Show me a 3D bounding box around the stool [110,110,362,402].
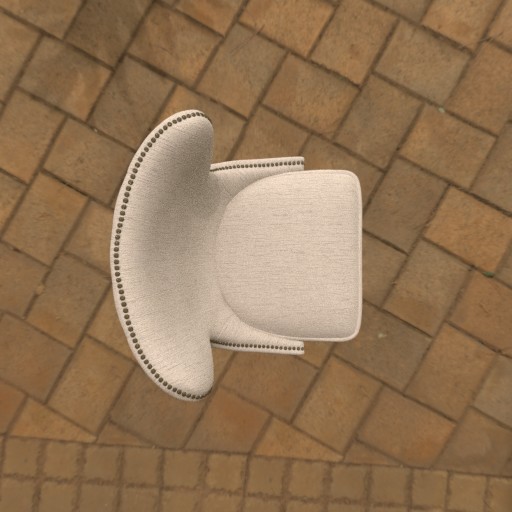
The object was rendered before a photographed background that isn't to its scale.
[{"bbox_3d":[0.000,0.000,1.361,0.597,0.972,0.615,0,90,0],"label":"stool"}]
